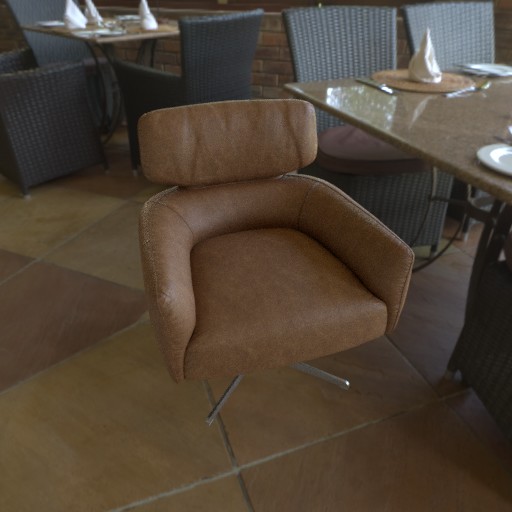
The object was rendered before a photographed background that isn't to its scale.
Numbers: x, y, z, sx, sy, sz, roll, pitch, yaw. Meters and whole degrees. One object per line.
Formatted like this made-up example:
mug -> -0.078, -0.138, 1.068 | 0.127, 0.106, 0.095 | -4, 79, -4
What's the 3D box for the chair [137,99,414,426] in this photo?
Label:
chair -> 0.000, 0.000, 1.402 | 0.706, 0.812, 0.715 | -10, 34, -15
